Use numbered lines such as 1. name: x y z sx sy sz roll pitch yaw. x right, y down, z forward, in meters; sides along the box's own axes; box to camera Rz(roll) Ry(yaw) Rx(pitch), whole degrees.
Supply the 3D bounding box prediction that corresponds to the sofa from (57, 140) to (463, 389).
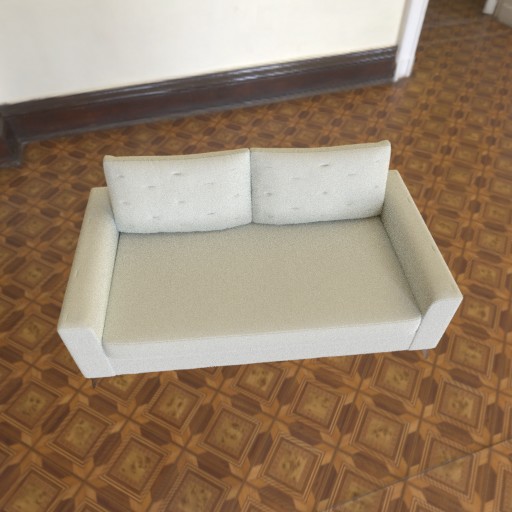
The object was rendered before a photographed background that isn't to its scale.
1. sofa: 0.000 0.000 2.134 1.650 0.790 0.920 -4 47 -4
